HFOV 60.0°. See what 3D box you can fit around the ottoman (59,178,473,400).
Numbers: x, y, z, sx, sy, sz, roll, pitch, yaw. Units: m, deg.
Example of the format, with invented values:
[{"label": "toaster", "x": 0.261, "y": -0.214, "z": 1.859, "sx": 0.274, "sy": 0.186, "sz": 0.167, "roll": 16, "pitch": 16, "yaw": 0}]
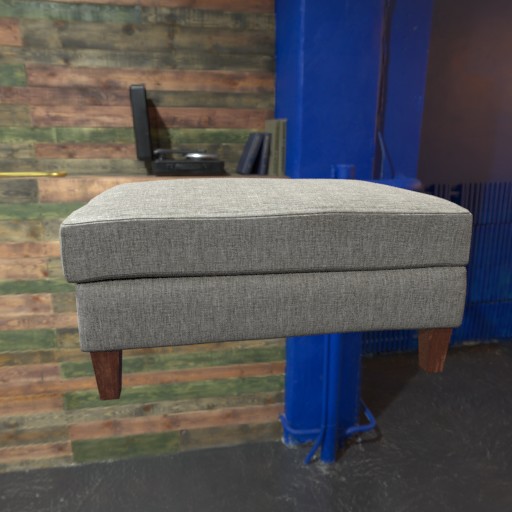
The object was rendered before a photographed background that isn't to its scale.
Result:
[{"label": "ottoman", "x": 0.000, "y": 0.000, "z": 1.445, "sx": 0.994, "sy": 0.492, "sz": 0.839, "roll": -2, "pitch": 15, "yaw": -9}]
